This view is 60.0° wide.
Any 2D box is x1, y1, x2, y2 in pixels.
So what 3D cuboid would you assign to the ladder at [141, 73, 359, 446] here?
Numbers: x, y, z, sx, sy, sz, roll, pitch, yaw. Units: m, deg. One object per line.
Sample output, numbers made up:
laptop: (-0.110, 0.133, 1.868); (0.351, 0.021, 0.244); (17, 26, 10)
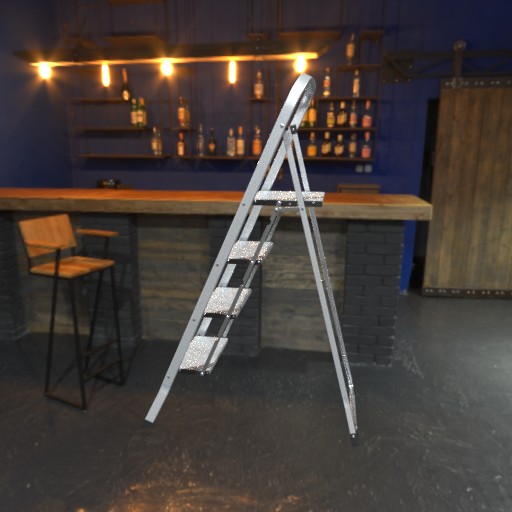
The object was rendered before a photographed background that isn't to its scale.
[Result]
ladder: (0.000, 0.000, 1.719); (0.830, 1.290, 0.465); (2, 14, 10)
